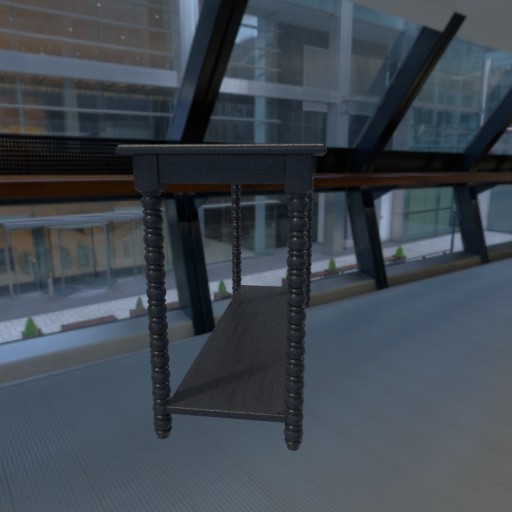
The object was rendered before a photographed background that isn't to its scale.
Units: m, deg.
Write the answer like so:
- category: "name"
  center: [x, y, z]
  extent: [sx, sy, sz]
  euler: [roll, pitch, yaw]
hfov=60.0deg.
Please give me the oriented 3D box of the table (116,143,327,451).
- category: "table"
  center: [0.000, 0.000, 1.570]
  extent: [0.459, 0.735, 1.184]
  euler: [2, 13, 8]
